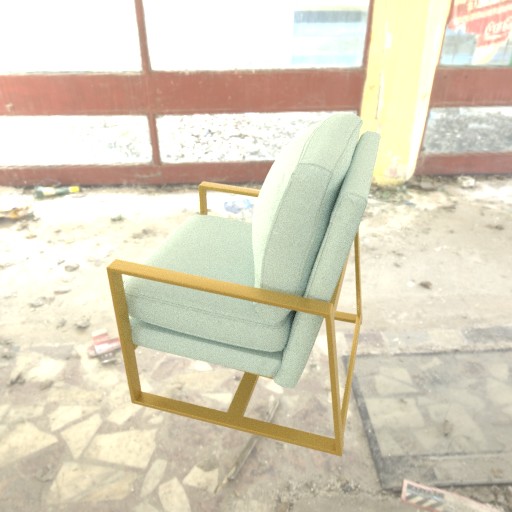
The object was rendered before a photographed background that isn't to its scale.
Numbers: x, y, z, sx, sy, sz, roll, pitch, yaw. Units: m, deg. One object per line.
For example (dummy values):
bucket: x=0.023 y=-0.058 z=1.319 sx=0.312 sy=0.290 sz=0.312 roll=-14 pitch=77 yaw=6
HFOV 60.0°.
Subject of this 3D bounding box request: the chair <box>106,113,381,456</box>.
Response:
chair: x=0.000 y=0.000 z=1.615 sx=0.813 sy=0.956 sz=0.758 roll=9 pitch=31 yaw=15
